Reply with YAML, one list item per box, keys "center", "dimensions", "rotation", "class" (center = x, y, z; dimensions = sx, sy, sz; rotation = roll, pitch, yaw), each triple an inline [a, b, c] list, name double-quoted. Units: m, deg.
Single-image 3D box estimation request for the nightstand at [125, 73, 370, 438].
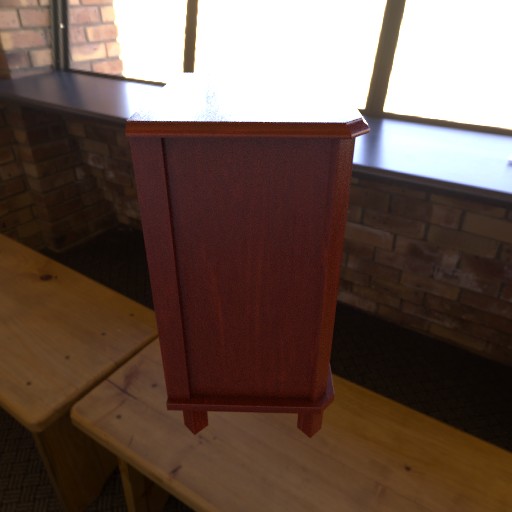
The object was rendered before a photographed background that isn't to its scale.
- center: [0.000, 0.000, 0.965]
  dimensions: [0.351, 0.681, 0.435]
  rotation: [1, 31, 2]
  class: "nightstand"
